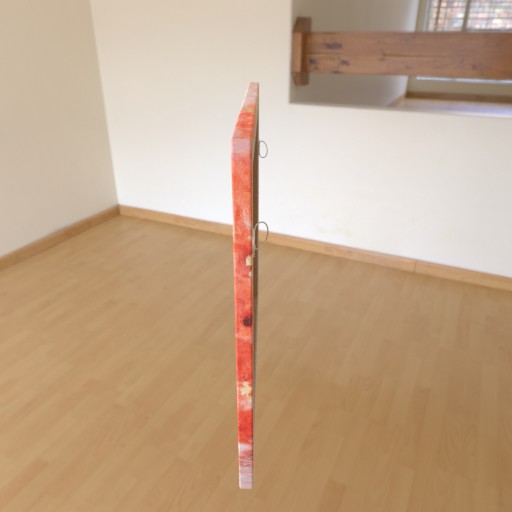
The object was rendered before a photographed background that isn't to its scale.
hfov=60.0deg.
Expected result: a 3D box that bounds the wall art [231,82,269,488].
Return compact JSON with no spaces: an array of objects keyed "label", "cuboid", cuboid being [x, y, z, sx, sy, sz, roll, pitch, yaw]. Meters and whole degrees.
[{"label":"wall art","cuboid":[0.000,0.000,1.313,0.066,0.878,0.878,1,27,1]}]
